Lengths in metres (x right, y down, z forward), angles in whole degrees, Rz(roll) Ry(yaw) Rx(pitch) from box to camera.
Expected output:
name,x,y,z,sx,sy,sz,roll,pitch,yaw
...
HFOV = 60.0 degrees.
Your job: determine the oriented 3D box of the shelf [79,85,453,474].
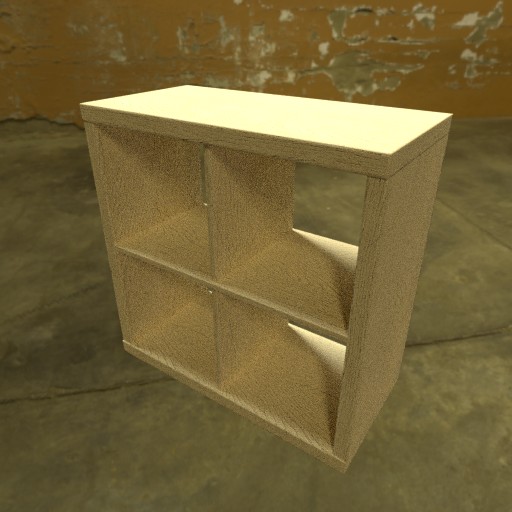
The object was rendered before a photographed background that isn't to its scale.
name,x,y,z,sx,sy,sz,roll,pitch,yaw
shelf,0.000,0.000,1.225,0.790,0.786,0.390,18,34,30
